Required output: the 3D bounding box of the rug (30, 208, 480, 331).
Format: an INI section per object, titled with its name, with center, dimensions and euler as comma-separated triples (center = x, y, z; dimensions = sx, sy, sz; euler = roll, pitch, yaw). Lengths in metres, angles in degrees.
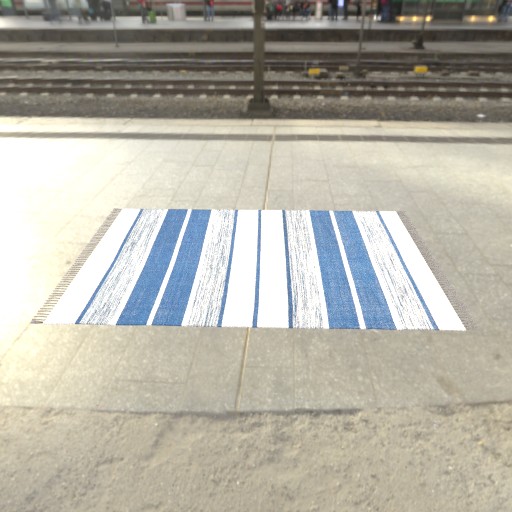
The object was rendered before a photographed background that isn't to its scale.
[rug]
center = 0.000, 0.000, 3.050
dimensions = 2.441, 0.010, 1.532
euler = 1, 30, 1
